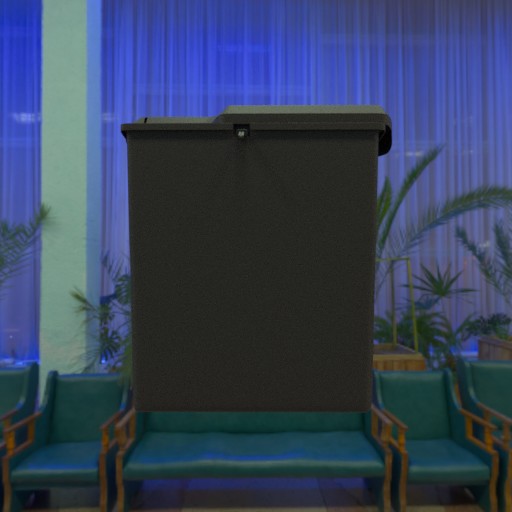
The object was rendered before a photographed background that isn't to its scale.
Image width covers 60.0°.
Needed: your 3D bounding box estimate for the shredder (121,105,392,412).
[{"bbox_3d":[0.000,0.000,0.524,0.320,0.335,0.170,0,-1,0],"label":"shredder"}]
